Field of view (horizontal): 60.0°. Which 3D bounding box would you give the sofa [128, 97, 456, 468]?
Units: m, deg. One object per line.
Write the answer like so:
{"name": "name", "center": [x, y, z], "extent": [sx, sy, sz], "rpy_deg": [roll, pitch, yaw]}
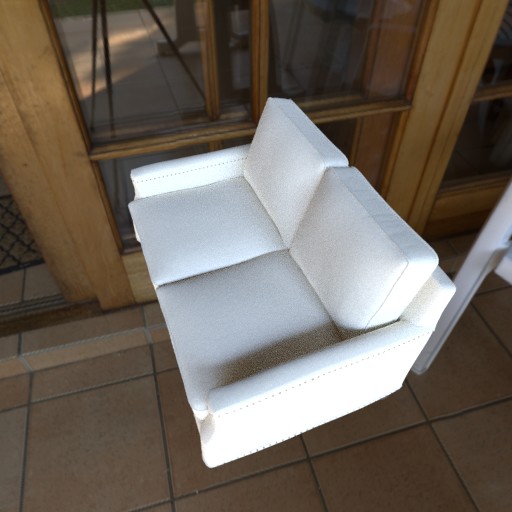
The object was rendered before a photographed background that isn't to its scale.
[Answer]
{"name": "sofa", "center": [0.000, 0.000, 2.285], "extent": [1.084, 1.003, 1.597], "rpy_deg": [-16, 49, -15]}
